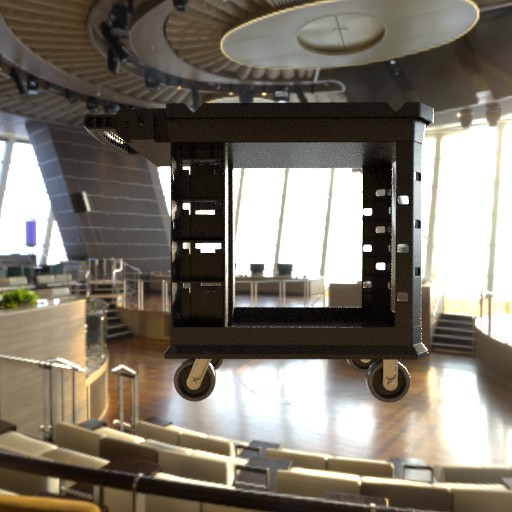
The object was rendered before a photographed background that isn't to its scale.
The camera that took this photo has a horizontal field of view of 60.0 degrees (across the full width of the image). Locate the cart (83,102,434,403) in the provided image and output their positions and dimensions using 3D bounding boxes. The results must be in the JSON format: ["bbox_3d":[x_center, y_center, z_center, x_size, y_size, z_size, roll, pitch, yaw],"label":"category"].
[{"bbox_3d":[0.000,0.000,1.518,1.061,0.884,0.497,0,1,1],"label":"cart"}]
